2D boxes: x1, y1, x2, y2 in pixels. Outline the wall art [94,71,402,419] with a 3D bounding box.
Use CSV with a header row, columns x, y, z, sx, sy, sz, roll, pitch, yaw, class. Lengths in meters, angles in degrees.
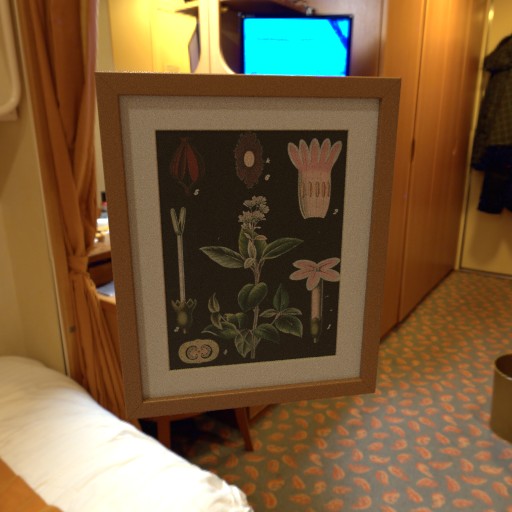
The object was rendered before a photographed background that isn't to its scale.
x,y,z,sx,sy,sz,roll,pitch,yaw,class
0.000,0.000,0.498,0.310,0.379,0.015,-3,16,-10,wall art
